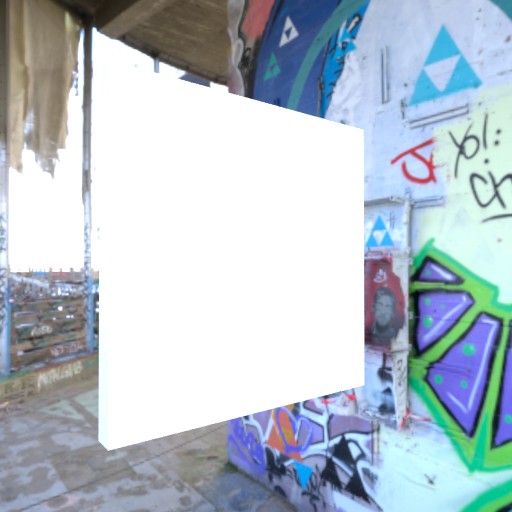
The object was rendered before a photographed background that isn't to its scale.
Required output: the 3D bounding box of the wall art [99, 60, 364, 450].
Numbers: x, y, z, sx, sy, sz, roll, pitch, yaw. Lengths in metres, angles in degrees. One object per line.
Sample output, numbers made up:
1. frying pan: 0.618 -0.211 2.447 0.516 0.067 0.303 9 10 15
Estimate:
1. wall art: 0.000 0.000 0.520 0.355 0.355 0.027 1 -1 -37
